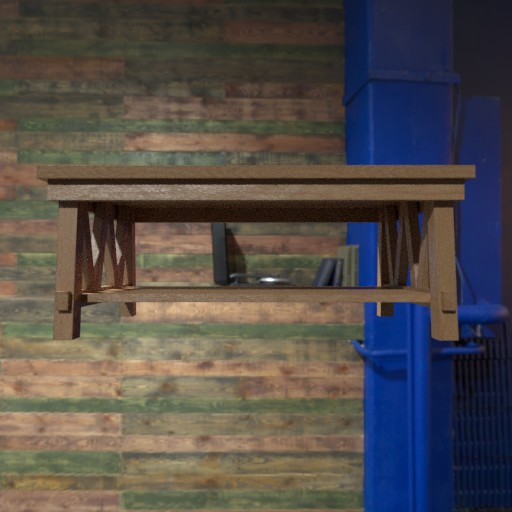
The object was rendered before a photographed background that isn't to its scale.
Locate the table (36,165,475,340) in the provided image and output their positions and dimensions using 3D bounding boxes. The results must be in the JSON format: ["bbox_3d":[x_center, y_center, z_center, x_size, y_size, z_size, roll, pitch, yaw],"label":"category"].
[{"bbox_3d":[0.000,0.000,1.631,1.270,0.507,0.711,0,-1,0],"label":"table"}]
